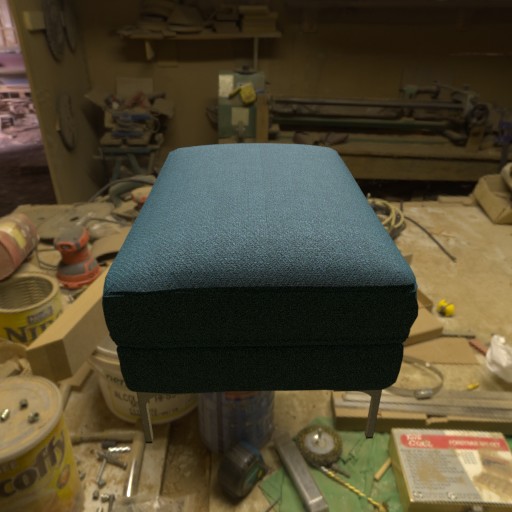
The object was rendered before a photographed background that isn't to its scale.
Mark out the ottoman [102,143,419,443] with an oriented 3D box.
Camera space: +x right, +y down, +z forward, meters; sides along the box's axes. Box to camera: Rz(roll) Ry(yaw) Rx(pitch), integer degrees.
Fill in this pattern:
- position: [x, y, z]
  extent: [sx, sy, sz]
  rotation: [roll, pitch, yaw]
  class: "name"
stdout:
- position: [0.000, 0.000, 1.191]
  extent: [0.563, 0.498, 0.856]
  rotation: [-1, 29, -1]
  class: "ottoman"
